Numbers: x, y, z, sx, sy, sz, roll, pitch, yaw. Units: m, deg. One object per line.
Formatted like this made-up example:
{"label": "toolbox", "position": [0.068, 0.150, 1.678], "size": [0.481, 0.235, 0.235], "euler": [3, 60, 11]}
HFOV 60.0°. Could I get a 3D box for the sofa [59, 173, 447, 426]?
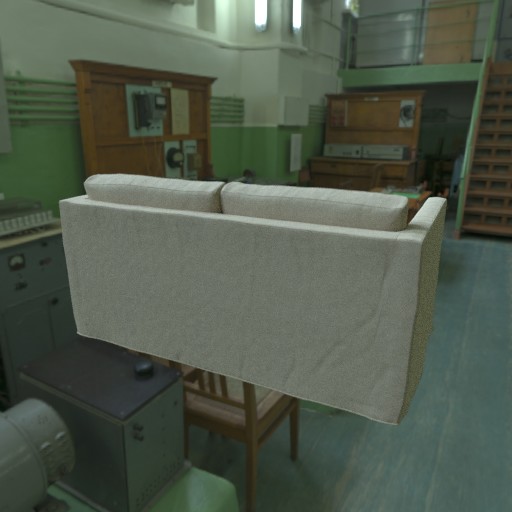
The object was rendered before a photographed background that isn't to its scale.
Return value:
{"label": "sofa", "position": [0.000, 0.000, 2.270], "size": [1.719, 0.835, 0.962], "euler": [8, 19, 26]}
